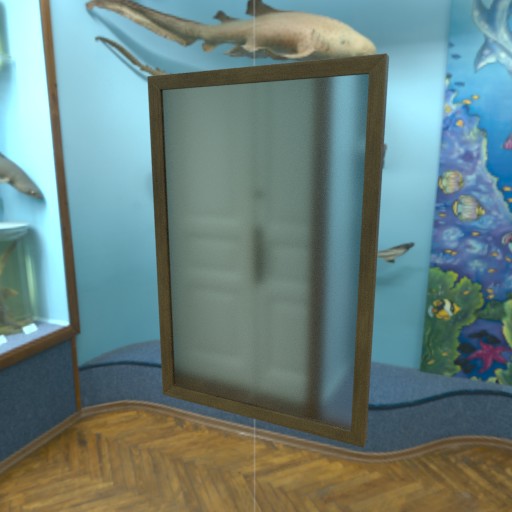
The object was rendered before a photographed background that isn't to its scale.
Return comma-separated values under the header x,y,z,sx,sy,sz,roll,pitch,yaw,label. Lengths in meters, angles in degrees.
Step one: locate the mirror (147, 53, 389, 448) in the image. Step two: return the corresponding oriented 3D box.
x,y,z,sx,sy,sz,roll,pitch,yaw,label
0.000,0.000,1.149,0.609,0.915,0.040,6,13,24,mirror
